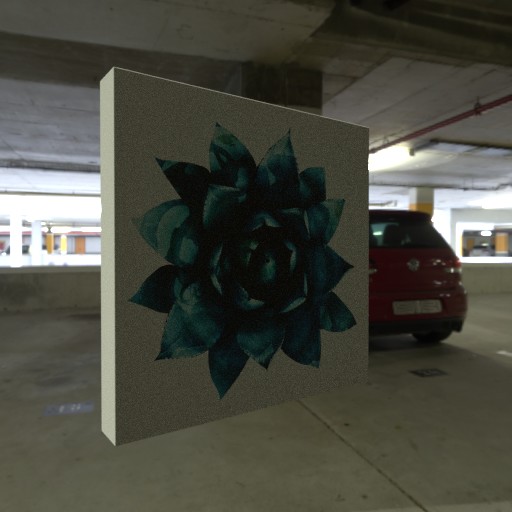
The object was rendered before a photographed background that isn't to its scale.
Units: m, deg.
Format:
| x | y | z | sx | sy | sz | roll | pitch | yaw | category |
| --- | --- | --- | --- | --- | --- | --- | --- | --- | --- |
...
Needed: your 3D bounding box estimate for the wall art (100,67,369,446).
| x | y | z | sx | sy | sz | roll | pitch | yaw | category |
| --- | --- | --- | --- | --- | --- | --- | --- | --- | --- |
| 0.000 | 0.000 | 0.459 | 0.305 | 0.305 | 0.038 | -1 | 1 | -35 | wall art |
